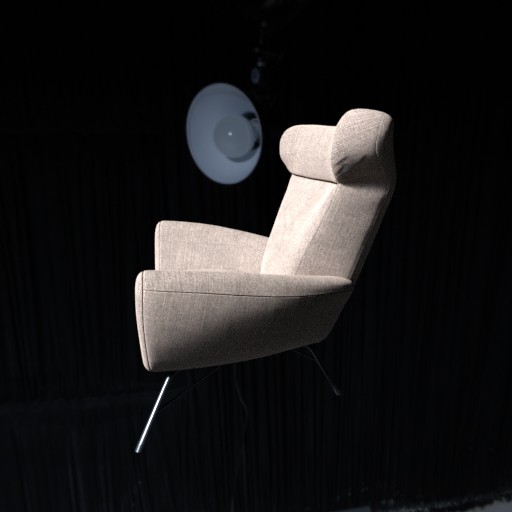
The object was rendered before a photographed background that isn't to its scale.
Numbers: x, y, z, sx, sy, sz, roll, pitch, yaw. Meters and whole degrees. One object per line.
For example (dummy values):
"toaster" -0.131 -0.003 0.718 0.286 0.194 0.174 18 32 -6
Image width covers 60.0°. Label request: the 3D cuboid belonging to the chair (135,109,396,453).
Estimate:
"chair" 0.000 0.000 1.736 0.900 1.040 0.980 -2 14 -8
